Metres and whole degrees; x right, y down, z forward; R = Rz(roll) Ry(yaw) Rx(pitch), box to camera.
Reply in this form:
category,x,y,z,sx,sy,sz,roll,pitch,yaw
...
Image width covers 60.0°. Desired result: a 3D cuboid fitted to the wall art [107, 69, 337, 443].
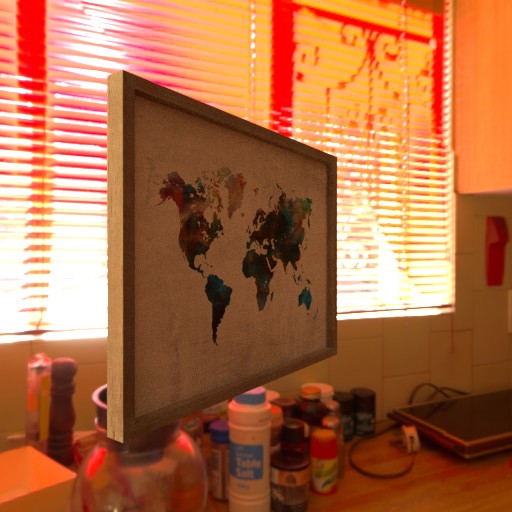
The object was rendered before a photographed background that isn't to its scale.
category,x,y,z,sx,sy,sz,roll,pitch,yaw
wall art,0.000,0.000,1.751,0.070,1.009,1.320,0,0,36
